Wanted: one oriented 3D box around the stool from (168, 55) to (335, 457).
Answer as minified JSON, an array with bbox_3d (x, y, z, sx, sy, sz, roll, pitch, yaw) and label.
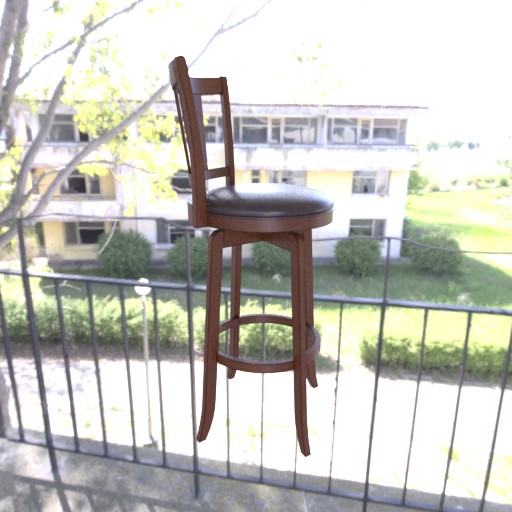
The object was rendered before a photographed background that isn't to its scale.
[{"bbox_3d":[0.000,0.000,1.479,0.503,1.177,0.464,3,16,11],"label":"stool"}]
